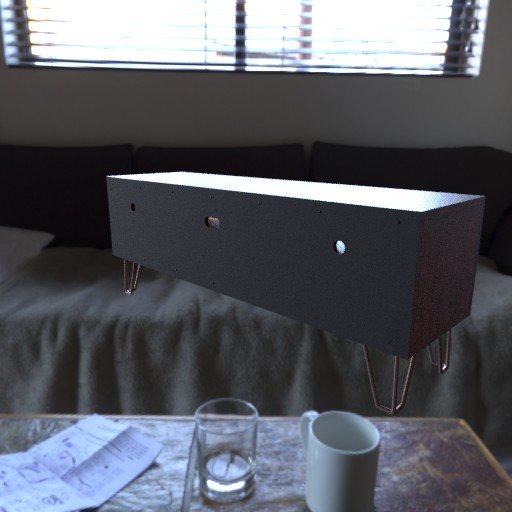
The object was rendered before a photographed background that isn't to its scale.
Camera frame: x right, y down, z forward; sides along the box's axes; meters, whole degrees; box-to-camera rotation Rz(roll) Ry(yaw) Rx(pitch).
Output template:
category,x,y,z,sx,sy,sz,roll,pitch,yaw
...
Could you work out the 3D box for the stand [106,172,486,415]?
category,x,y,z,sx,sy,sz,roll,pitch,yaw
stand,0.000,0.000,1.891,1.626,0.610,0.481,14,20,43
